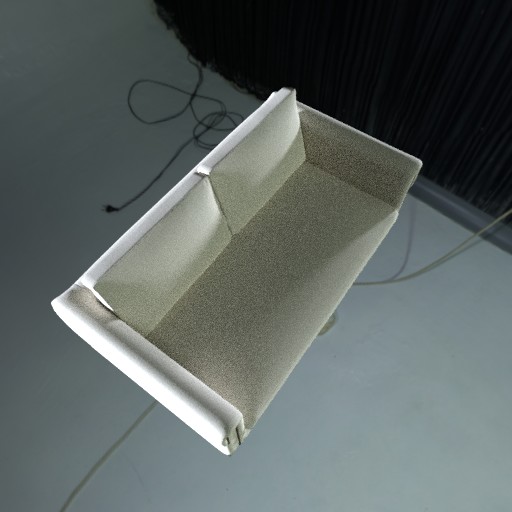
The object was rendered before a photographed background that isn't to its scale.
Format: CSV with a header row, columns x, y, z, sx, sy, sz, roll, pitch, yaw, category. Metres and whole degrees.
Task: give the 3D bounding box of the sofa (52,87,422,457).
x,y,z,sx,sy,sz,roll,pitch,yaw,category
0.000,0.000,2.165,0.905,0.873,1.598,32,64,18,sofa
